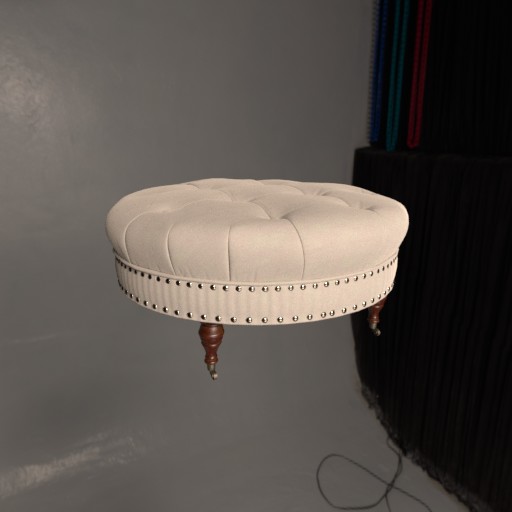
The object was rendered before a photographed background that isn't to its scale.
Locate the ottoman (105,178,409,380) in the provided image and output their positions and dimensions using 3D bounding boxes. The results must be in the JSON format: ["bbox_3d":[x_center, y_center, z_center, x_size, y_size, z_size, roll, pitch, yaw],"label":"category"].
[{"bbox_3d":[0.000,0.000,1.405,0.901,0.439,0.901,0,16,0],"label":"ottoman"}]
